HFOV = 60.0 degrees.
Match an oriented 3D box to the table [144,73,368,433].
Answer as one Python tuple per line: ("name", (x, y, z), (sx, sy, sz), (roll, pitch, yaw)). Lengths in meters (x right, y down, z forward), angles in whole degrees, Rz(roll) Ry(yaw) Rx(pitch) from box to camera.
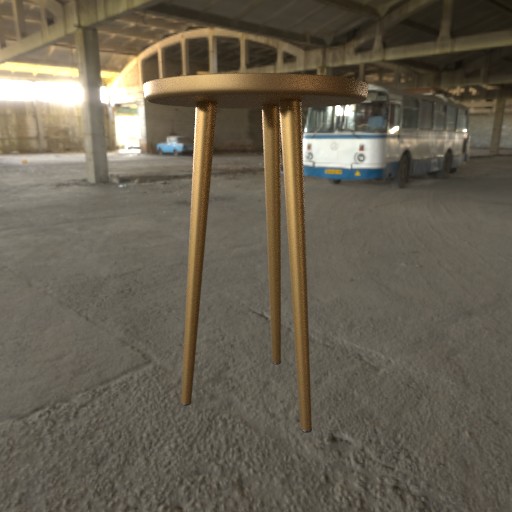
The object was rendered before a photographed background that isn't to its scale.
("table", (0.000, 0.000, 0.671), (0.299, 0.480, 0.299), (-14, 21, -41))
